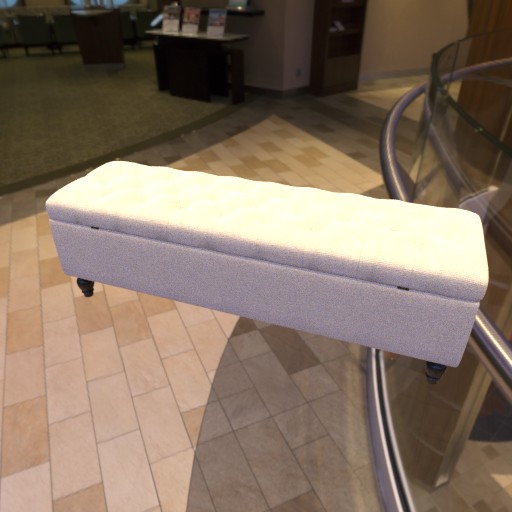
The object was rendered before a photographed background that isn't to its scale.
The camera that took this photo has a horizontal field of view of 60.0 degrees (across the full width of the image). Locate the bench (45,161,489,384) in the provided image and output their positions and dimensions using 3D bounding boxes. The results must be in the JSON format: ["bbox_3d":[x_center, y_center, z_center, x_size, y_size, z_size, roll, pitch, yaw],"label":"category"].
[{"bbox_3d":[0.000,0.000,1.665,1.480,0.467,0.455,11,34,17],"label":"bench"}]
